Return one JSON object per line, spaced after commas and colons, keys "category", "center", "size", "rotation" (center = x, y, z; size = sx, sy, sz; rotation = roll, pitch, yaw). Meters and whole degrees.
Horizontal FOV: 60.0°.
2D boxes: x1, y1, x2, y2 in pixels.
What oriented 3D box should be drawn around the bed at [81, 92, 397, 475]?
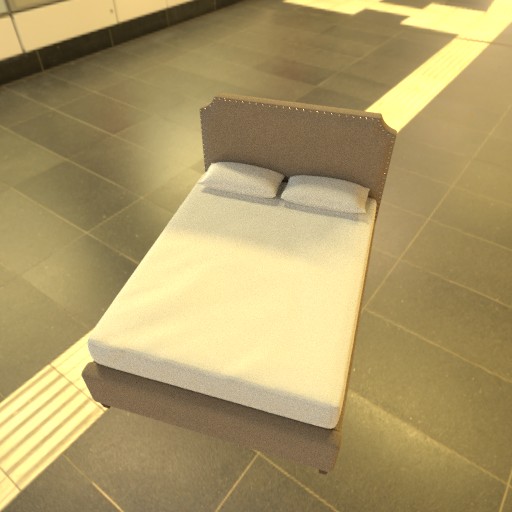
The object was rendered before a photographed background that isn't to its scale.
{"category": "bed", "center": [0.000, 0.000, 3.349], "size": [1.703, 1.415, 2.329], "rotation": [12, 44, 12]}
